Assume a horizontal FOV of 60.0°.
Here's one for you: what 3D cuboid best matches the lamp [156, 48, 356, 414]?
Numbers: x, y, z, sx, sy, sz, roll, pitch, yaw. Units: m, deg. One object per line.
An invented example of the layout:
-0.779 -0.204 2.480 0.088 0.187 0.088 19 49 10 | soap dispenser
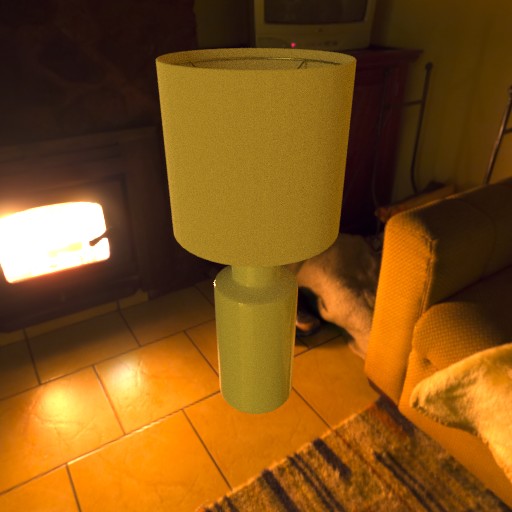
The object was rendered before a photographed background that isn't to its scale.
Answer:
0.000 0.000 0.599 0.212 0.493 0.212 21 36 32 | lamp
